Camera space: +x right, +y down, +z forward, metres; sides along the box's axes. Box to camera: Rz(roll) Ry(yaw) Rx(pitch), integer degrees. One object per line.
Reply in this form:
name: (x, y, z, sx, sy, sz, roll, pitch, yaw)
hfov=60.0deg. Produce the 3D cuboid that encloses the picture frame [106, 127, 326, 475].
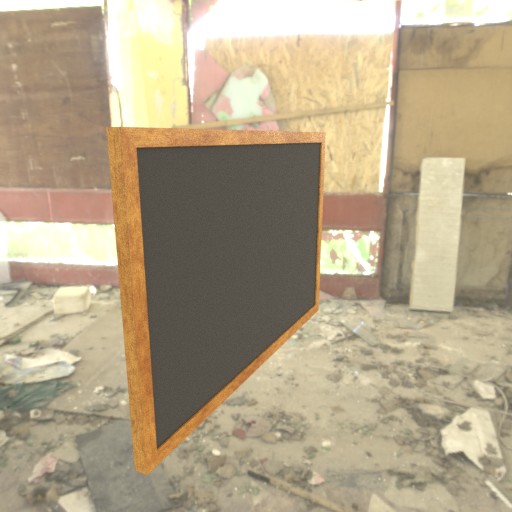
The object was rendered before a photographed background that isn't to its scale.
picture frame: (0.000, 0.000, 1.142, 0.029, 0.621, 0.922, 8, 17, 27)
